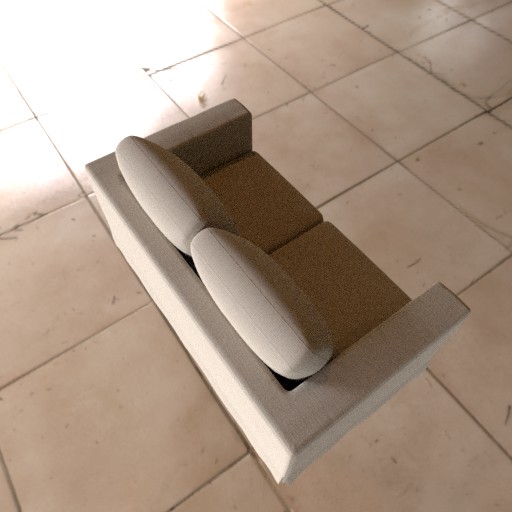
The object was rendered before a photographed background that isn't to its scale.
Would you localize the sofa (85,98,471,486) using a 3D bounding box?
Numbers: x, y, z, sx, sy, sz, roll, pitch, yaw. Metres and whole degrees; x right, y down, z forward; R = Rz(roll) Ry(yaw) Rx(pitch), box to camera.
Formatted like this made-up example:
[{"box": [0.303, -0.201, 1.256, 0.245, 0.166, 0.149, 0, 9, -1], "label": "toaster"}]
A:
[{"box": [0.000, 0.000, 2.298, 1.009, 0.932, 1.813, -31, 61, -19], "label": "sofa"}]
